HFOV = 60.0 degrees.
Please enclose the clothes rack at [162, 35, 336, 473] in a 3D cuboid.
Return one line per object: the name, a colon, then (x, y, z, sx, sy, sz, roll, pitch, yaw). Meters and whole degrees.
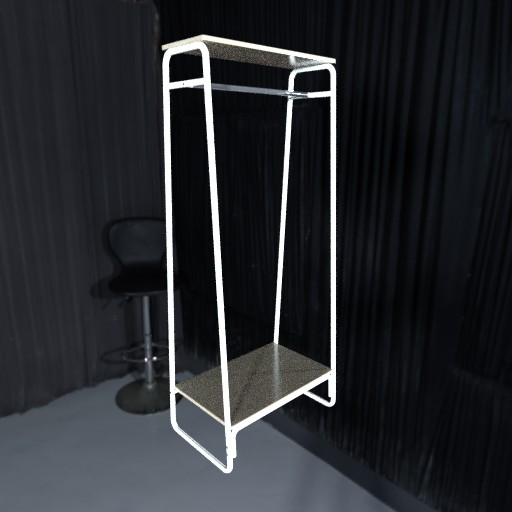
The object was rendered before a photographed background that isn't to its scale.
clothes rack: (0.000, 0.000, 1.791, 0.640, 1.512, 0.400, -14, 20, -41)
